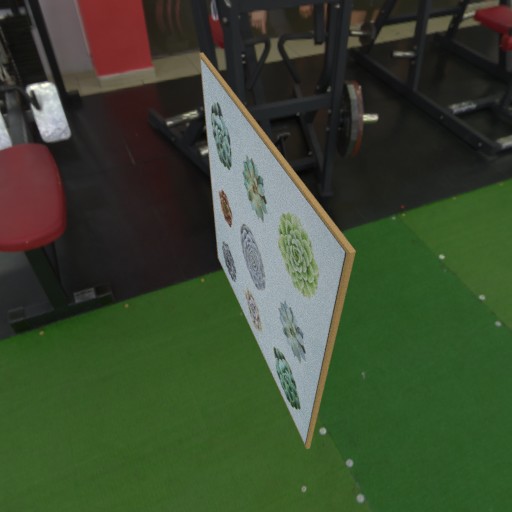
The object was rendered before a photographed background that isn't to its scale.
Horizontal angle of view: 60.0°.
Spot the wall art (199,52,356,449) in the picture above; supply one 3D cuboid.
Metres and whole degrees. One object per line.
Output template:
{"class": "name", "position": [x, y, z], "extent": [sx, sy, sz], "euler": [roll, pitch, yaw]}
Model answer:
{"class": "wall art", "position": [0.000, 0.000, 1.467], "extent": [0.013, 0.959, 0.962], "euler": [-16, 48, -15]}
